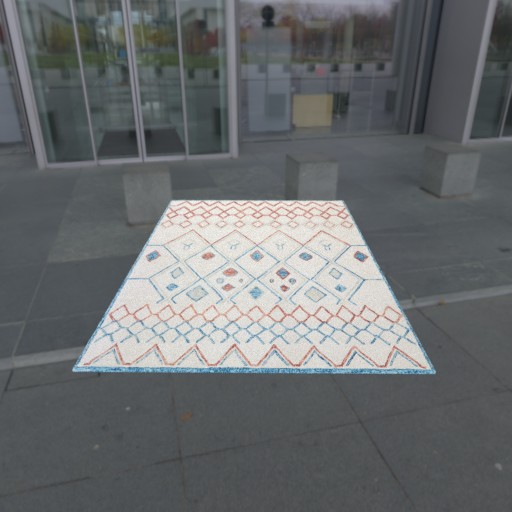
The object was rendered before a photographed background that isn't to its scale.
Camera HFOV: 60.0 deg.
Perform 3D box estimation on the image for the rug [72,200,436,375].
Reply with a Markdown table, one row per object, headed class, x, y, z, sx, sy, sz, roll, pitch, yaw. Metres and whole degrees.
| class | x | y | z | sx | sy | sz | roll | pitch | yaw |
| --- | --- | --- | --- | --- | --- | --- | --- | --- | --- |
| rug | 0.000 | 0.000 | 2.308 | 1.219 | 0.016 | 1.829 | 0 | 25 | 0 |
